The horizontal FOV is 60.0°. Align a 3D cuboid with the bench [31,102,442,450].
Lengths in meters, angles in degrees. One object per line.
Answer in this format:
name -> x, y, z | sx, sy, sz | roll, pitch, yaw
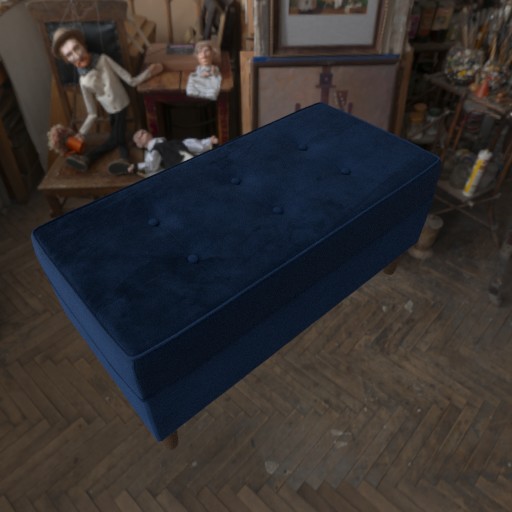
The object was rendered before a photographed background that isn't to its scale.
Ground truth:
bench -> 0.000, 0.000, 1.283 | 1.010, 0.467, 0.489 | -32, 53, -28
